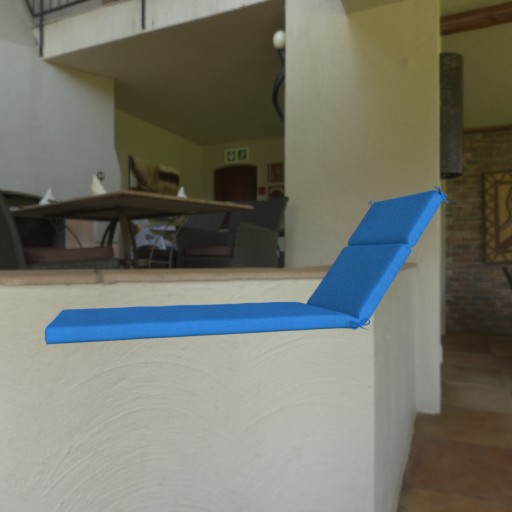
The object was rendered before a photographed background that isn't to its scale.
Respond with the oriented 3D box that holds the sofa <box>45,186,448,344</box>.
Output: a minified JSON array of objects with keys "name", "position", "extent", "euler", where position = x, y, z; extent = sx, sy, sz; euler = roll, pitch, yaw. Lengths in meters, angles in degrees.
[{"name":"sofa","position":[0.000,0.000,1.985],"extent":[1.663,0.622,0.582],"euler":[0,0,-18]}]
